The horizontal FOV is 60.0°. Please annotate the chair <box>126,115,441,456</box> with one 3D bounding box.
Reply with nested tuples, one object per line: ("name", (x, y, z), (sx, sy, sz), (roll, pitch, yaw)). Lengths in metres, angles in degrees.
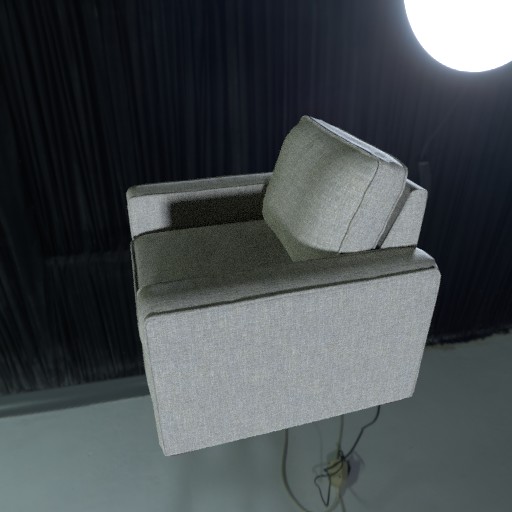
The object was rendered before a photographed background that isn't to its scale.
("chair", (0.000, 0.000, 1.731), (0.940, 0.914, 1.016), (-8, 31, -14))
